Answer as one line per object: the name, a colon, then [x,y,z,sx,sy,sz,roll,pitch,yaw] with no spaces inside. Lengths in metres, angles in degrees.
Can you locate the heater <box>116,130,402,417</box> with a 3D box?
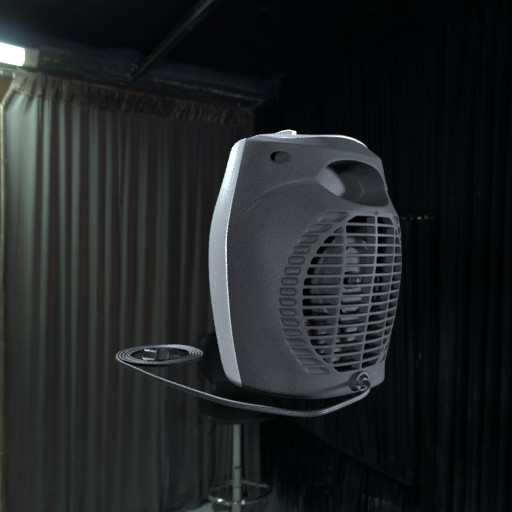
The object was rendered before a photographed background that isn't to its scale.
heater: [0.000,0.000,0.476,0.239,0.240,0.291,0,1,-35]
